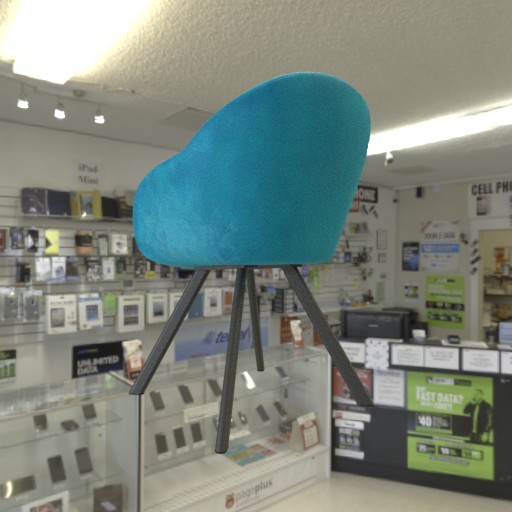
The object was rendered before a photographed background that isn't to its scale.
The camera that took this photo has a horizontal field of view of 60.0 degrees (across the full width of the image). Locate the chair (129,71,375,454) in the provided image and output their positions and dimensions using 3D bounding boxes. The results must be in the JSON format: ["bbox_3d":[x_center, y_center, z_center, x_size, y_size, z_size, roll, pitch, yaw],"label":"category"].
[{"bbox_3d":[0.000,0.000,1.196,0.550,0.795,0.590,0,0,-37],"label":"chair"}]
